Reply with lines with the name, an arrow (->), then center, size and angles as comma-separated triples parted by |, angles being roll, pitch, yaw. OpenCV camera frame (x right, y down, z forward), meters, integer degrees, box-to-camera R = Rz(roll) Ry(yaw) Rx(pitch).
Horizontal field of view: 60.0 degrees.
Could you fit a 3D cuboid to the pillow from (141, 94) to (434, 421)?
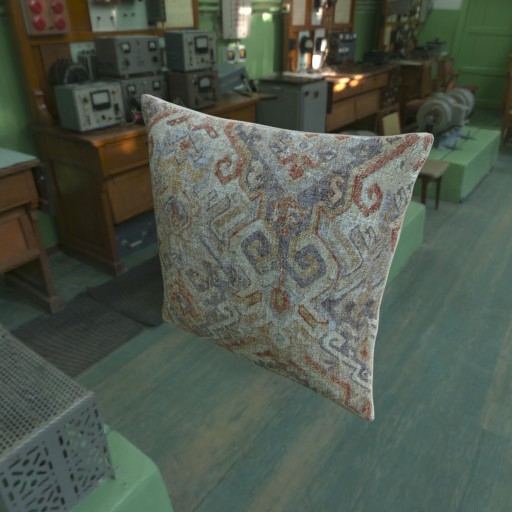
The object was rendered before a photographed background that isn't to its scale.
pillow -> 0.000, 0.000, 0.793 | 0.523, 0.506, 0.166 | 19, 34, 30
